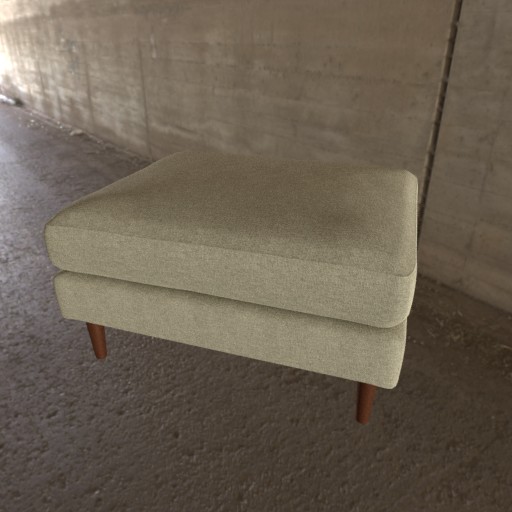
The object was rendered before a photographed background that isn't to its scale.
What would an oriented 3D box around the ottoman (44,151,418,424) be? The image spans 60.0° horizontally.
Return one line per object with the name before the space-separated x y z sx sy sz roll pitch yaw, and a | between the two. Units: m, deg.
ottoman | 0.000 0.000 1.250 0.821 0.474 0.693 8 28 17
